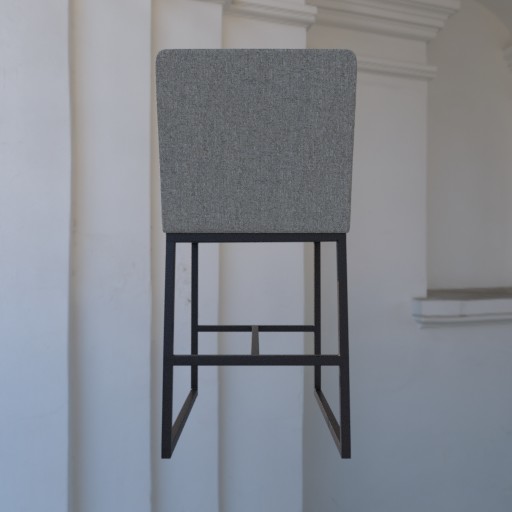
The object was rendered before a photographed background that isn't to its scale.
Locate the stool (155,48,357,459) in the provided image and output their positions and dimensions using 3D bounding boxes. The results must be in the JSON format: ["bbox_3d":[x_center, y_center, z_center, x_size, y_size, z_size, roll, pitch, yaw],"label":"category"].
[{"bbox_3d":[0.000,0.000,1.258,0.460,0.940,0.560,0,-1,0],"label":"stool"}]
